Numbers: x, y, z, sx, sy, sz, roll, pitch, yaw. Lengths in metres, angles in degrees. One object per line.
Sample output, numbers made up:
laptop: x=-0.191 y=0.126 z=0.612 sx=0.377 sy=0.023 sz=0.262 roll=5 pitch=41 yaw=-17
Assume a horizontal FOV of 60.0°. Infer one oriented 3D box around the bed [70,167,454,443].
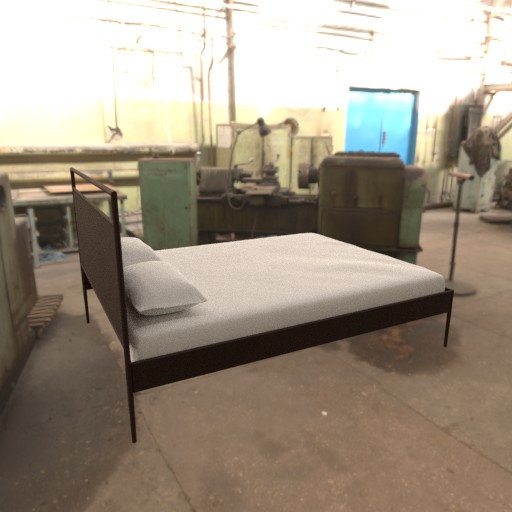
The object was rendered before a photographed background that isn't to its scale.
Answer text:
bed: x=0.000 y=0.000 z=3.057 sx=2.122 sy=1.173 sz=1.572 roll=-8 pitch=17 yaw=-27
